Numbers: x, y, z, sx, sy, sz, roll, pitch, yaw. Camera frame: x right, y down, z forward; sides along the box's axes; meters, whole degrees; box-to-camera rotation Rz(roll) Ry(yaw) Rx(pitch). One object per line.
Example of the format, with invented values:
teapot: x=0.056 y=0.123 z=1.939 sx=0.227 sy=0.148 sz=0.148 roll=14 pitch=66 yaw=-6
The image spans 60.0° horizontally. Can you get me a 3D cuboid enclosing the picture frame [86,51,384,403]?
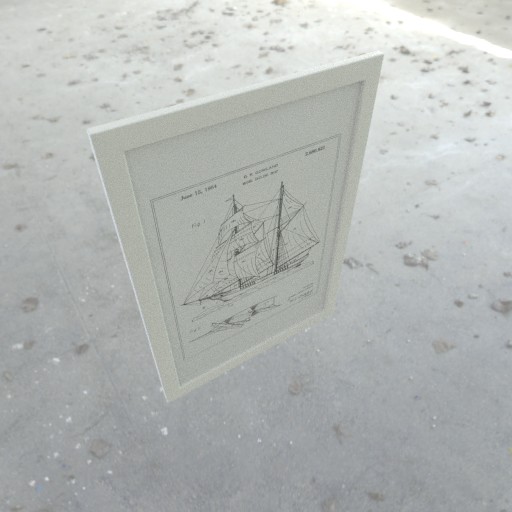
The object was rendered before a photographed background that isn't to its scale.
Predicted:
picture frame: x=0.000 y=0.000 z=0.683 sx=0.381 sy=0.534 sz=0.012 roll=-24 pitch=49 yaw=-22
